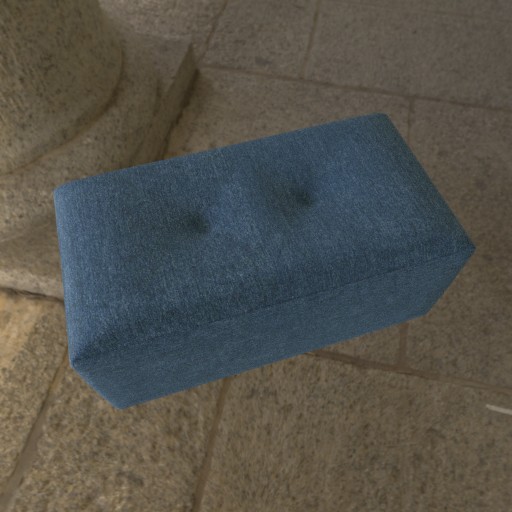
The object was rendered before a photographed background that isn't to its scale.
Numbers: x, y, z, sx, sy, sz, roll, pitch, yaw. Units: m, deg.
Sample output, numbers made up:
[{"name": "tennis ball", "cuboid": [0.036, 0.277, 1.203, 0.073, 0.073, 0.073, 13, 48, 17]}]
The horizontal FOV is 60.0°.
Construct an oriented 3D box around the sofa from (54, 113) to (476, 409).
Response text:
[{"name": "sofa", "cuboid": [0.000, 0.000, 1.191, 0.930, 0.470, 0.480, -15, 60, -9]}]
